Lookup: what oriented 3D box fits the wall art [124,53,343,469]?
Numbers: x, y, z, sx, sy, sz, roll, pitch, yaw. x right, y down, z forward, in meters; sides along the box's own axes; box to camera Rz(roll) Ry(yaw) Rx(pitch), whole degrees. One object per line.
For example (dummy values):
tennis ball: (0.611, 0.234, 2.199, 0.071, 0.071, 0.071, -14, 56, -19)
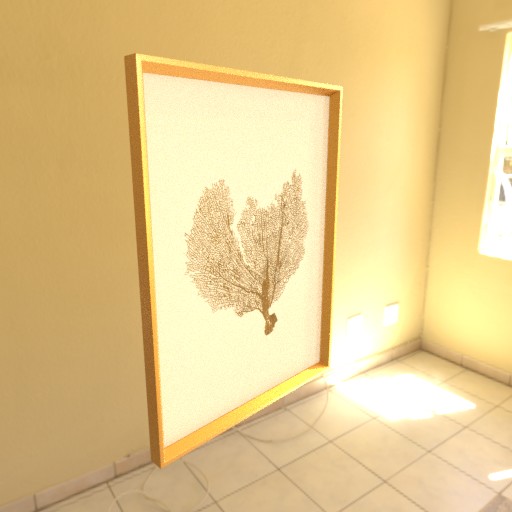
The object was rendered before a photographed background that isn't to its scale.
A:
wall art: (0.000, 0.000, 1.060, 0.038, 0.812, 0.610, 13, 19, 43)
